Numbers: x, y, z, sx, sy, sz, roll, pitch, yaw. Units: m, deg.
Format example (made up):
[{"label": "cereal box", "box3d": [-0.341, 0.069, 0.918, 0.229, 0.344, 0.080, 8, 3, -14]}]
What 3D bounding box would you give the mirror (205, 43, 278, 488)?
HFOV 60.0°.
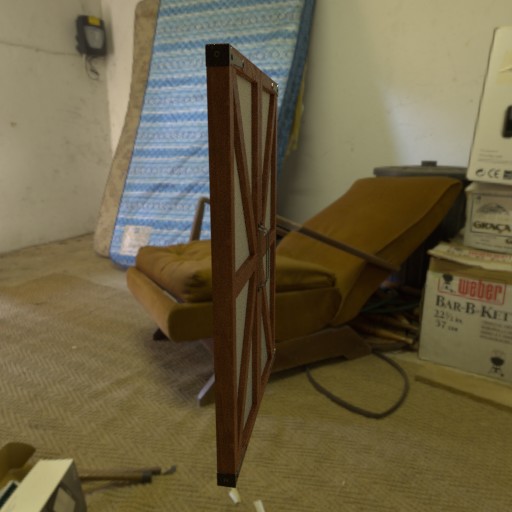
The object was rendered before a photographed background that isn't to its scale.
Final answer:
[{"label": "mirror", "box3d": [0.000, 0.000, 0.971, 0.053, 0.761, 0.517, 3, 15, 10]}]
